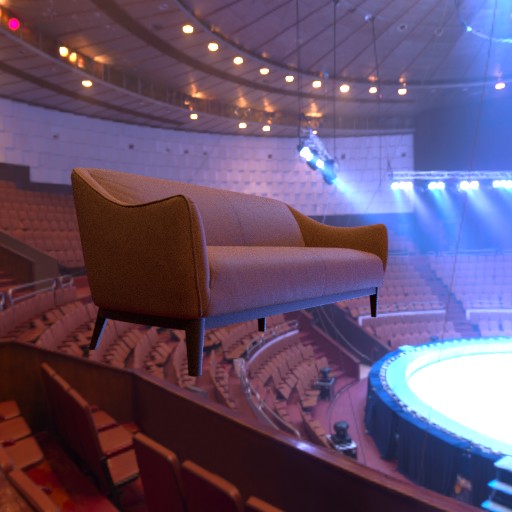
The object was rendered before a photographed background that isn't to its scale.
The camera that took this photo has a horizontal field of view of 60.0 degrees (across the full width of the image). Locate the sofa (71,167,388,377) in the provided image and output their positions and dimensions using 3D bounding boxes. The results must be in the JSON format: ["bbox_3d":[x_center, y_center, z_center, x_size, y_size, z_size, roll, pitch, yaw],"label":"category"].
[{"bbox_3d":[0.000,0.000,2.467,0.869,0.830,1.928,0,1,36],"label":"sofa"}]
